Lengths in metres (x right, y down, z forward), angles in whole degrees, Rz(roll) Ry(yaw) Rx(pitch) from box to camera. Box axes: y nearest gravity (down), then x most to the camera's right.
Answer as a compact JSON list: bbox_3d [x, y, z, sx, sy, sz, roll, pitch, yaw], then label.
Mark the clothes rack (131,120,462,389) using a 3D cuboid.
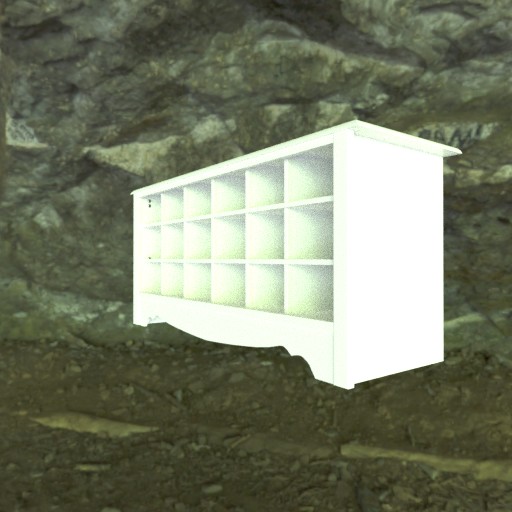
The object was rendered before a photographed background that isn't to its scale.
[{"bbox_3d":[0.000,0.000,1.500,0.405,0.558,1.218,0,0,-37],"label":"clothes rack"}]
